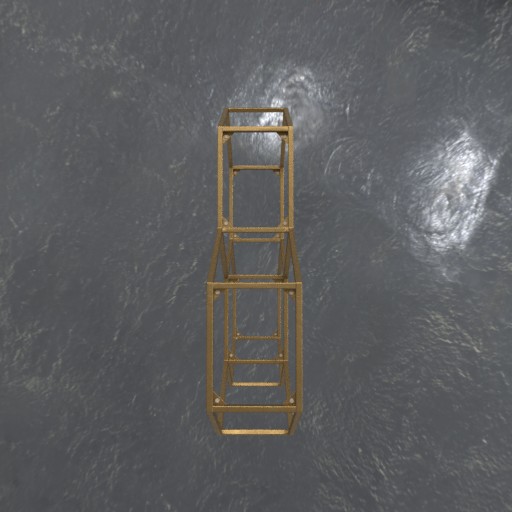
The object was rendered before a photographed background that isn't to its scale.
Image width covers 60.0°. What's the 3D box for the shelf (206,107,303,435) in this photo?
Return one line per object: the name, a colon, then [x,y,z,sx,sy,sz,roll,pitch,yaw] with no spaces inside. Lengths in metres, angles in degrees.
shelf: [0.000,0.000,1.047,0.150,0.701,0.708,0,89,0]
